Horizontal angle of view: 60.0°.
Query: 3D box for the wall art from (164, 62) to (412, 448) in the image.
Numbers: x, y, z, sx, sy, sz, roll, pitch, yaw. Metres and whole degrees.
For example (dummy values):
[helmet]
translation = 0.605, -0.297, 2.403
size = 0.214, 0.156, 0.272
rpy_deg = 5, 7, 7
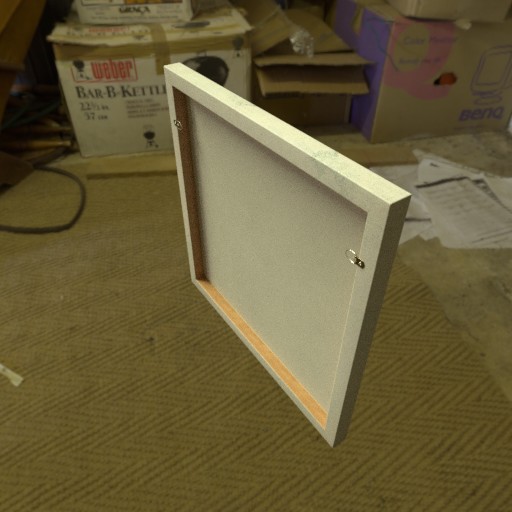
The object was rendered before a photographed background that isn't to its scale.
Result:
[wall art]
translation = 0.000, 0.000, 0.922
size = 0.040, 0.612, 0.612
rpy_deg = -24, 46, -26
